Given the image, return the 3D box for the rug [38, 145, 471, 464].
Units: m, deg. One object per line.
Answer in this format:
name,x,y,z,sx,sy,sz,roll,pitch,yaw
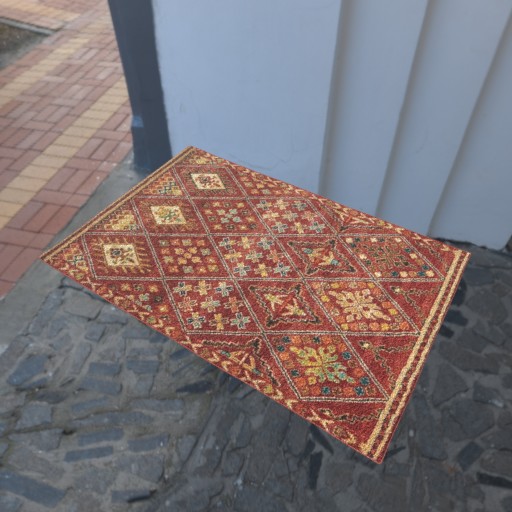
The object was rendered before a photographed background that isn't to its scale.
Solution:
rug,0.000,0.000,2.799,2.286,0.026,1.521,25,52,22
